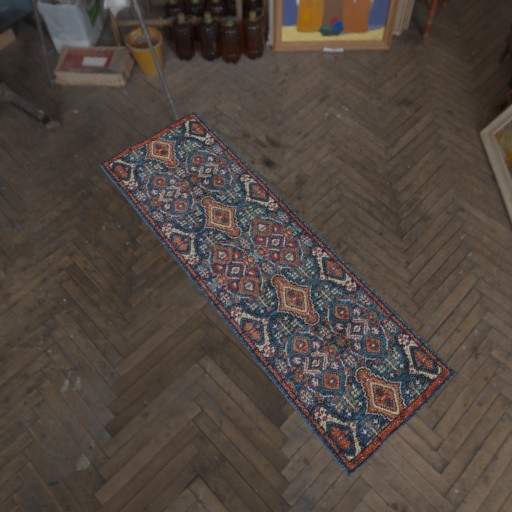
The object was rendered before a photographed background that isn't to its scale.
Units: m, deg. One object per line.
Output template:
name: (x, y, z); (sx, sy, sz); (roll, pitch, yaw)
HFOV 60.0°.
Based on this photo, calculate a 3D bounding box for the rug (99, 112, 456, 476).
rug: (0.000, 0.000, 2.701); (0.801, 0.010, 2.459); (-35, 67, -17)
